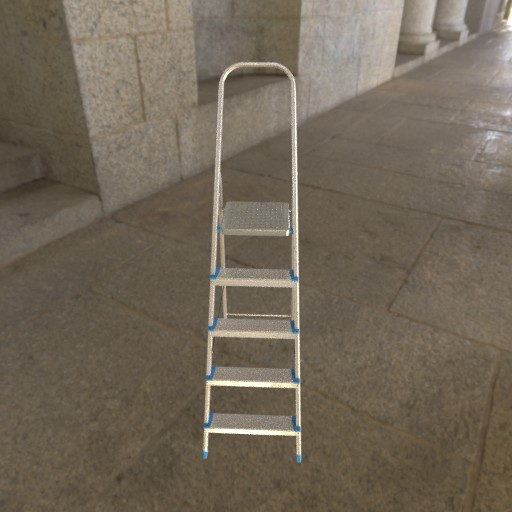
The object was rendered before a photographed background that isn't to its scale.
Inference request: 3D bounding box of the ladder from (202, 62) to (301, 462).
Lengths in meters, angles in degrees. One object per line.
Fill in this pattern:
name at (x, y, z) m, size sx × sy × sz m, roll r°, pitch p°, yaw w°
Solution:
ladder at (0.000, 0.000, 2.075) m, size 0.468 × 1.648 × 0.990 m, roll 1°, pitch 31°, yaw 2°
